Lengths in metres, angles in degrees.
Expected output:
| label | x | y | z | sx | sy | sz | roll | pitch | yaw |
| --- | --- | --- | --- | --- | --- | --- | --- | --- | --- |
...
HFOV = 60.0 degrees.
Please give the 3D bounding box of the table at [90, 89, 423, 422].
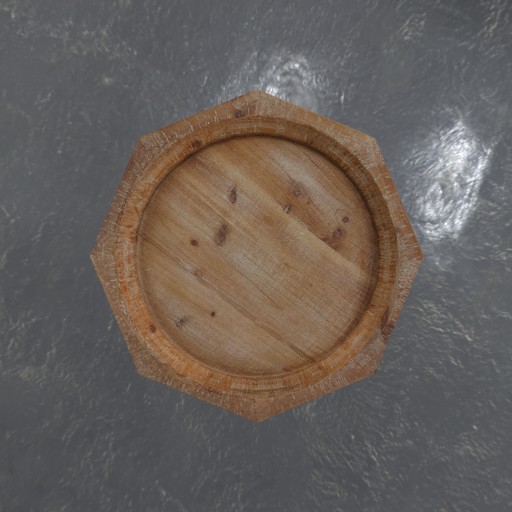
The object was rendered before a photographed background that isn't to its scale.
| label | x | y | z | sx | sy | sz | roll | pitch | yaw |
| --- | --- | --- | --- | --- | --- | --- | --- | --- | --- |
| table | 0.000 | 0.000 | 0.879 | 0.458 | 0.543 | 0.458 | 0 | 90 | 0 |
